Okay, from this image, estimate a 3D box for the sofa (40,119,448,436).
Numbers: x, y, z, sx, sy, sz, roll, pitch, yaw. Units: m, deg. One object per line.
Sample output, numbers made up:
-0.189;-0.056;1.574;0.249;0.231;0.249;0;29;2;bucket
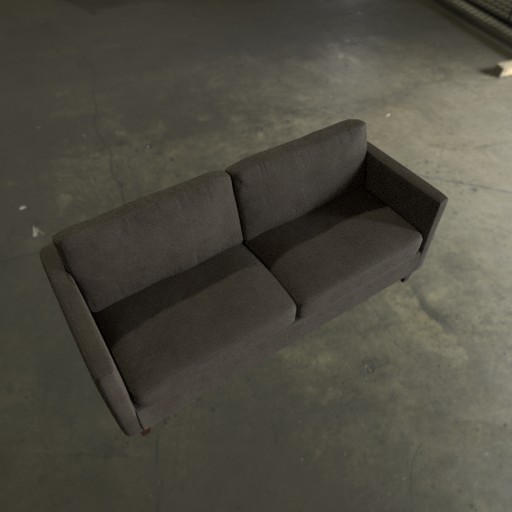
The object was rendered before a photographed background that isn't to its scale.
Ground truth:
0.000;0.000;2.703;2.208;0.965;0.951;-26;53;-22;sofa
